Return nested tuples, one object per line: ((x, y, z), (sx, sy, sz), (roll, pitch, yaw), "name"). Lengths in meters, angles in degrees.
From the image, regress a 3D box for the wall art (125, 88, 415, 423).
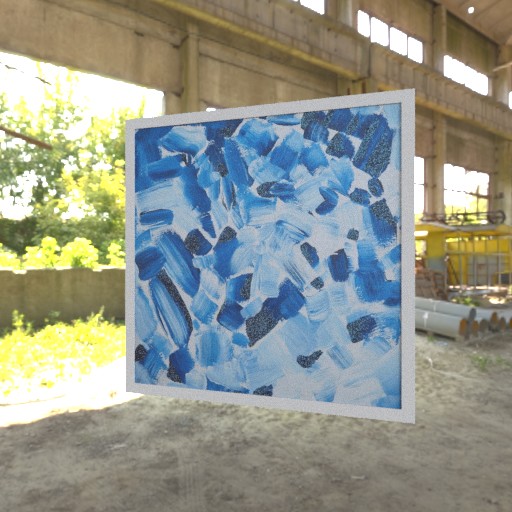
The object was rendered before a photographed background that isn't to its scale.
((0.000, 0.000, 1.203), (0.812, 0.812, 0.015), (0, 0, 18), "wall art")
